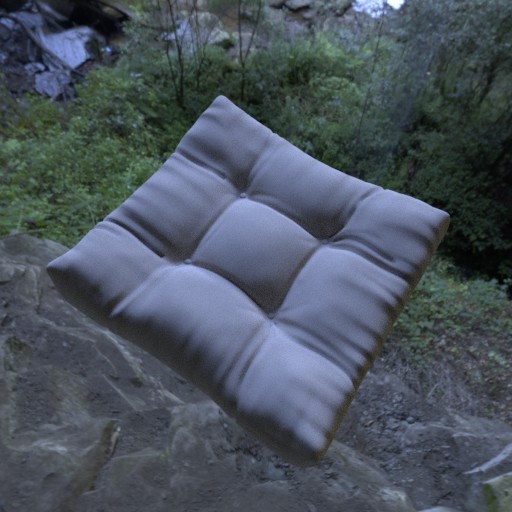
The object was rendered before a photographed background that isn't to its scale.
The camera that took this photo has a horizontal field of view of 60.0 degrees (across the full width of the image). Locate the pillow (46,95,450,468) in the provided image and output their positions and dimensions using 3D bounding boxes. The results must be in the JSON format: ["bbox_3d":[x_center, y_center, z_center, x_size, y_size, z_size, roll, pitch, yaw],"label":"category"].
[{"bbox_3d":[0.000,0.000,0.734,0.490,0.128,0.468,31,67,15],"label":"pillow"}]
